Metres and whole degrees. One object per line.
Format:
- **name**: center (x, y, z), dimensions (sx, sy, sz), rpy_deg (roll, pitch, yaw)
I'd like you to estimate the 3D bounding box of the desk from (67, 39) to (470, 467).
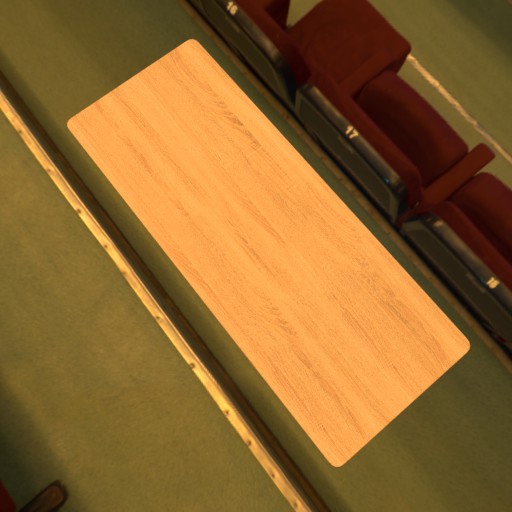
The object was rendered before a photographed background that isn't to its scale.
- **desk**: center (0.000, 0.000, 1.786), dimensions (0.550, 0.760, 1.400), rpy_deg (-38, 79, -9)
